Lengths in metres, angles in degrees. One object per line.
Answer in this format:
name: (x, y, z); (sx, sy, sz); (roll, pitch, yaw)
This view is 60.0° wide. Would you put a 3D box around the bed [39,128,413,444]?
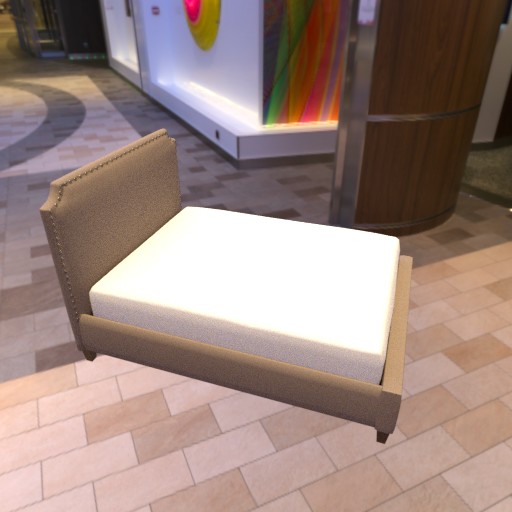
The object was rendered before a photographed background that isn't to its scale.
bed: (0.000, 0.000, 3.448); (2.372, 1.443, 1.713); (10, 32, 16)
